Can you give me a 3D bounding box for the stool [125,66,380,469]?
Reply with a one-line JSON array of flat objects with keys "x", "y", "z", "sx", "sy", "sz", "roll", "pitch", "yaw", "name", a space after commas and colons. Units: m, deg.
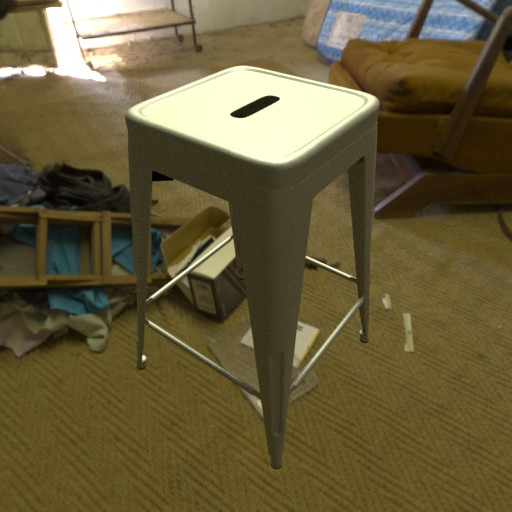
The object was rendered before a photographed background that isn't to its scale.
[{"x": 0.000, "y": 0.000, "z": 0.876, "sx": 0.406, "sy": 0.610, "sz": 0.406, "roll": 25, "pitch": 46, "yaw": 27, "name": "stool"}]
